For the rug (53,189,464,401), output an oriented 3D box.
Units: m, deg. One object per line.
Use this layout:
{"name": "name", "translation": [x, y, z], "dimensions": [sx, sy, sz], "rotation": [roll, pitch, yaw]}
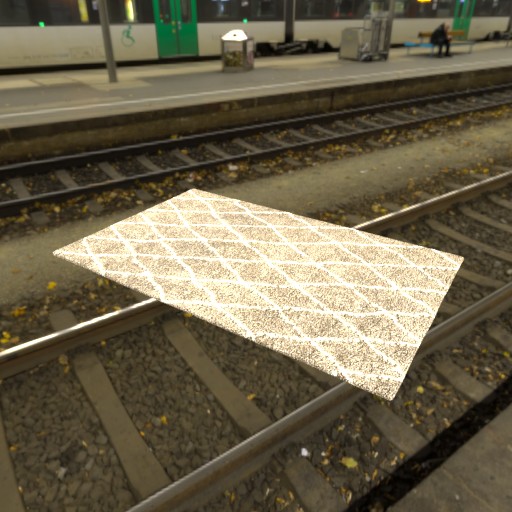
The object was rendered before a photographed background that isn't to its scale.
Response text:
{"name": "rug", "translation": [0.000, 0.000, 3.088], "dimensions": [2.438, 0.030, 1.524], "rotation": [18, 34, 29]}
